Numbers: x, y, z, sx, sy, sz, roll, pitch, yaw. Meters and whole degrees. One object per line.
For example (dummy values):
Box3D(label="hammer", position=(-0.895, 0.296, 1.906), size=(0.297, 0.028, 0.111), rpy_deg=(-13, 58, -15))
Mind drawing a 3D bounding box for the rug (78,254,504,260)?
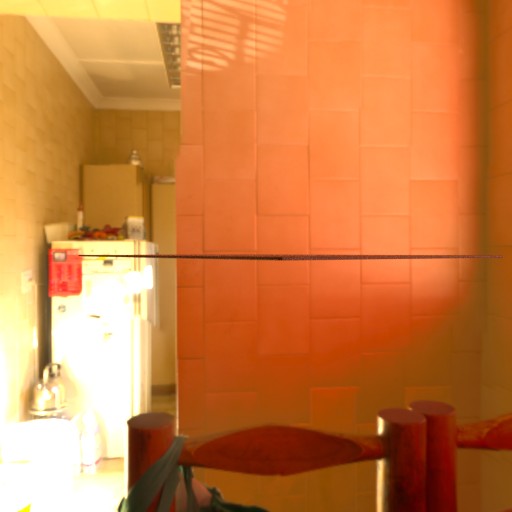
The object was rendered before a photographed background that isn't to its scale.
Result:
Box3D(label="rug", position=(0.000, 0.000, 2.212), size=(1.219, 0.010, 1.829), rpy_deg=(0, 0, -37))
